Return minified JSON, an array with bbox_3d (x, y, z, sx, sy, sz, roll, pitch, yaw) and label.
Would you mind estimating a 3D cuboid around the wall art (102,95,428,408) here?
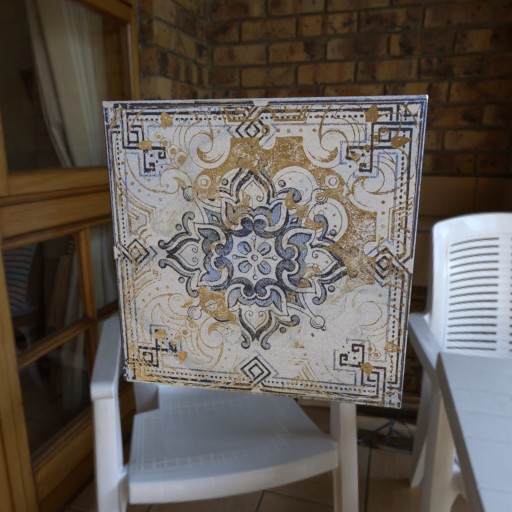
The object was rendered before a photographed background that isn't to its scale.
[{"bbox_3d":[0.000,0.000,0.905,0.609,0.607,0.036,3,14,10],"label":"wall art"}]
